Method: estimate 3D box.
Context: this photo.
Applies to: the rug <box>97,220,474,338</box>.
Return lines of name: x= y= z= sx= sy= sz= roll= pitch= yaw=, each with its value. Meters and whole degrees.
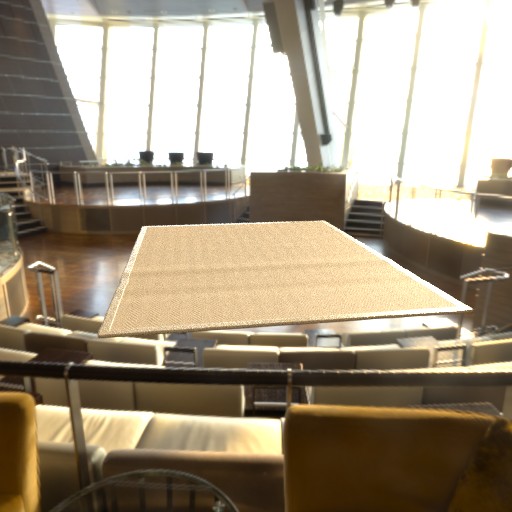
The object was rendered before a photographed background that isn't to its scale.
rug: x=0.000 y=0.000 z=4.865 sx=2.734 sy=0.037 sz=3.659 roll=-2 pitch=16 yaw=-9
